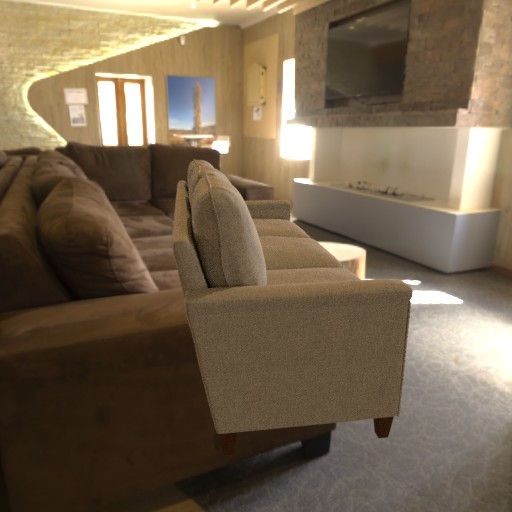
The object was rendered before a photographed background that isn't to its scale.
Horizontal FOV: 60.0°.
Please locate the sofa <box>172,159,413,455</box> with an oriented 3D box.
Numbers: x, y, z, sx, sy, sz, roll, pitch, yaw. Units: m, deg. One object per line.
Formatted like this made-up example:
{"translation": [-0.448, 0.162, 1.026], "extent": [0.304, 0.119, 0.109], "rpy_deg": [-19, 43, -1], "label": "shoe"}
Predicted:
{"translation": [0.000, 0.000, 2.392], "extent": [0.828, 0.959, 1.925], "rpy_deg": [-2, 16, -9], "label": "sofa"}
